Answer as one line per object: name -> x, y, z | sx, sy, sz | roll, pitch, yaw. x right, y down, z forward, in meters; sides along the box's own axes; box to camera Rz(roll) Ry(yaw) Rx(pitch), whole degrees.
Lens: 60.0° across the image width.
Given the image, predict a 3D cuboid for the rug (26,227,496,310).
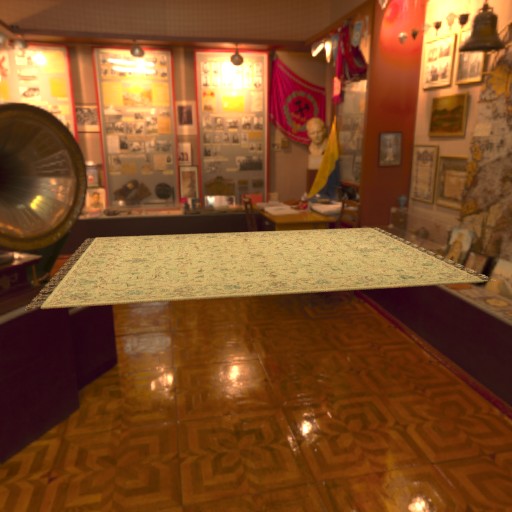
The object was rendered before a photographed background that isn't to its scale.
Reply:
rug -> 0.000, 0.000, 2.966 | 2.435, 0.010, 1.544 | -3, 15, -10
